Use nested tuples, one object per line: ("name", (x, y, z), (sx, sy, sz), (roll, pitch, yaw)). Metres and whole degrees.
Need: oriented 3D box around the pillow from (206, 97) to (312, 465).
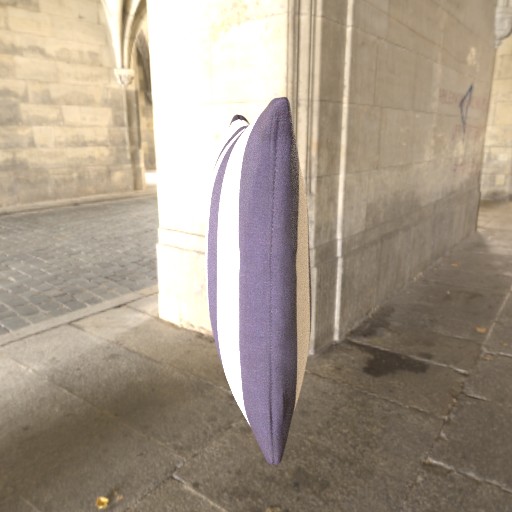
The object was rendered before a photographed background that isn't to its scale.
("pillow", (0.000, 0.000, 0.830), (0.189, 0.526, 0.536), (-2, 15, -9))
